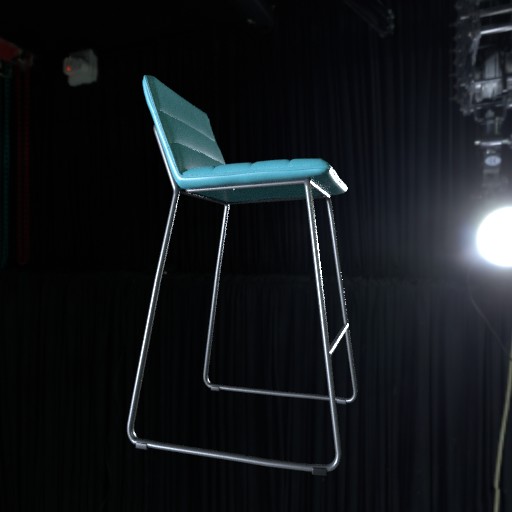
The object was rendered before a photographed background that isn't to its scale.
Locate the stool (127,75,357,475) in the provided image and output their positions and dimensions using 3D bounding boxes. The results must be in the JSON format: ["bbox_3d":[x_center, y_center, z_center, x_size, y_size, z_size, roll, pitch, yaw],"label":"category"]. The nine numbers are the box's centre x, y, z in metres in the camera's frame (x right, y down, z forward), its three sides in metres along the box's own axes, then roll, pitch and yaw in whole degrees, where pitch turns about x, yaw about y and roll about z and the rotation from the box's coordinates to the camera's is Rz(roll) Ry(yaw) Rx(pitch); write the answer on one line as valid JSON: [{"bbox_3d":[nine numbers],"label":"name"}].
[{"bbox_3d":[0.000,0.000,1.239,0.524,0.936,0.489,0,1,17],"label":"stool"}]
